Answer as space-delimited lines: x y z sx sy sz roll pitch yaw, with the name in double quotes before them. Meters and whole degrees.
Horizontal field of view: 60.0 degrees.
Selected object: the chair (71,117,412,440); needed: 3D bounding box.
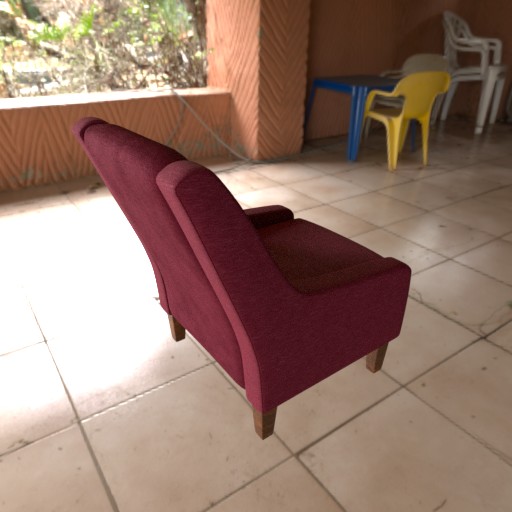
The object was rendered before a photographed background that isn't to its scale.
"chair" 0.000 0.000 1.681 0.985 1.017 0.793 -18 33 -31
